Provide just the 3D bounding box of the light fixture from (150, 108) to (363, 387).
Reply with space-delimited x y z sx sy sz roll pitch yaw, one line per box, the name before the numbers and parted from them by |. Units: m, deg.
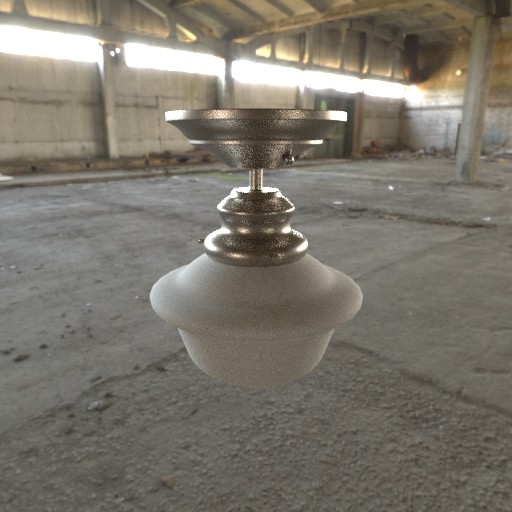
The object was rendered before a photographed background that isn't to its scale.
light fixture | 0.000 0.000 0.413 0.199 0.254 0.199 0 15 0
